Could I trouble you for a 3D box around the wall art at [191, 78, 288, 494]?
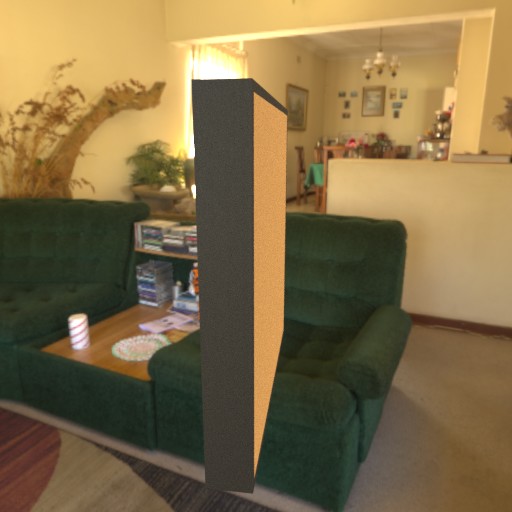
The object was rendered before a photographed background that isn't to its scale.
[{"bbox_3d":[0.000,0.000,0.456,0.038,0.304,0.304,2,15,8],"label":"wall art"}]
